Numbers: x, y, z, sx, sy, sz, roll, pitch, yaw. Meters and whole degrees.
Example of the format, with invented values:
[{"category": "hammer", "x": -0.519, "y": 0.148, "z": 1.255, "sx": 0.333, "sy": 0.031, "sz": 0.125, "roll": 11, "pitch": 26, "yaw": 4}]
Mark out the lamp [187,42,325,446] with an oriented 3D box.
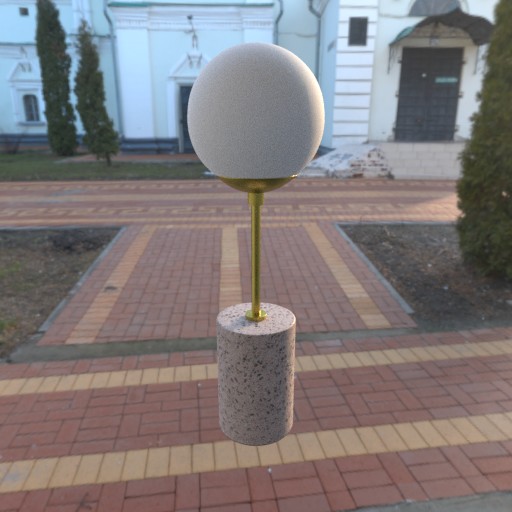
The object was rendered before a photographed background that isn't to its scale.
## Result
[{"category": "lamp", "x": 0.000, "y": 0.000, "z": 0.548, "sx": 0.153, "sy": 0.480, "sz": 0.153, "roll": 0, "pitch": 17, "yaw": 0}]
